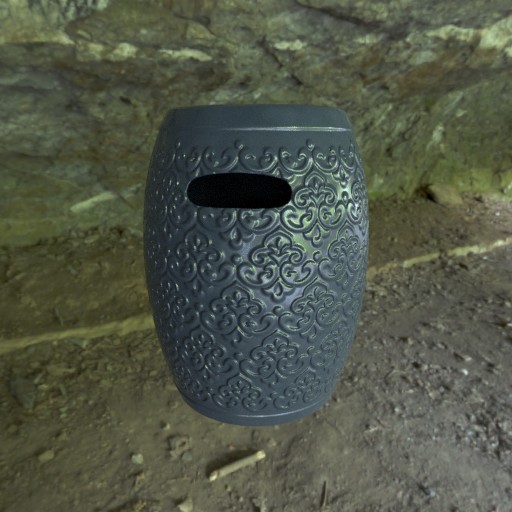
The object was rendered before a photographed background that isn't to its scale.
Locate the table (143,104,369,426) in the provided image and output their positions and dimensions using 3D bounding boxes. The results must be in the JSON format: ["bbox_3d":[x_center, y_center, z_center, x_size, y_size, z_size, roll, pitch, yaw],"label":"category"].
[{"bbox_3d":[0.000,0.000,0.631,0.309,0.397,0.309,0,15,0],"label":"table"}]
